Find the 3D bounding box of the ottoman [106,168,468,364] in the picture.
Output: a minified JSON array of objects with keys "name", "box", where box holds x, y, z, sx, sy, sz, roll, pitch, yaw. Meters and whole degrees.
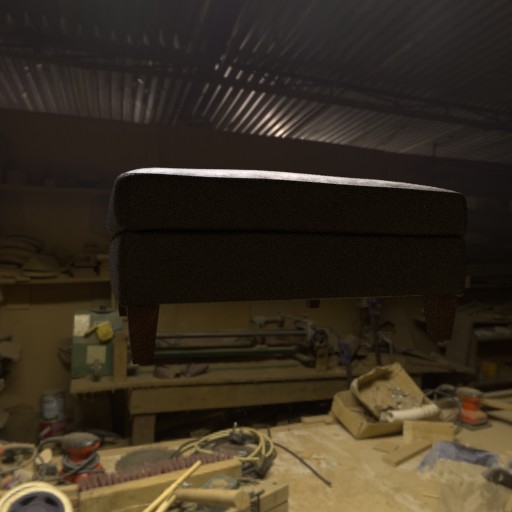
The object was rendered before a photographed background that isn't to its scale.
[{"name":"ottoman","box":[0.000,0.000,1.321,0.844,0.415,0.836,0,0,-19]}]
